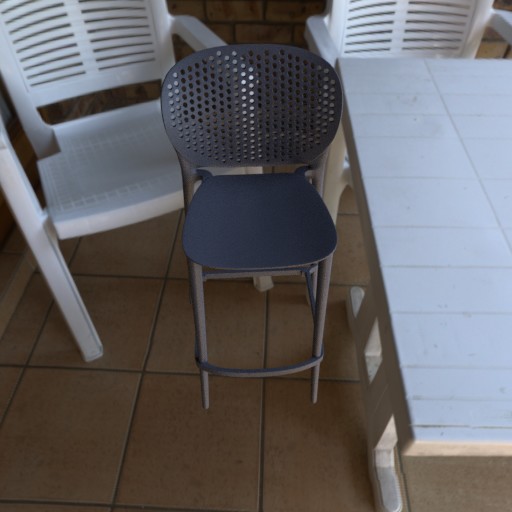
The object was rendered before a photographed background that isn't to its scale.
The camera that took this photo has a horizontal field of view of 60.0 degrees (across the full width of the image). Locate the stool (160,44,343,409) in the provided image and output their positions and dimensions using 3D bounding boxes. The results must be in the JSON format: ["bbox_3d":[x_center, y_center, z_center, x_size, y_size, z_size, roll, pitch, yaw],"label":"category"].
[{"bbox_3d":[0.000,0.000,1.349,0.536,1.045,0.535,-2,48,-2],"label":"stool"}]
